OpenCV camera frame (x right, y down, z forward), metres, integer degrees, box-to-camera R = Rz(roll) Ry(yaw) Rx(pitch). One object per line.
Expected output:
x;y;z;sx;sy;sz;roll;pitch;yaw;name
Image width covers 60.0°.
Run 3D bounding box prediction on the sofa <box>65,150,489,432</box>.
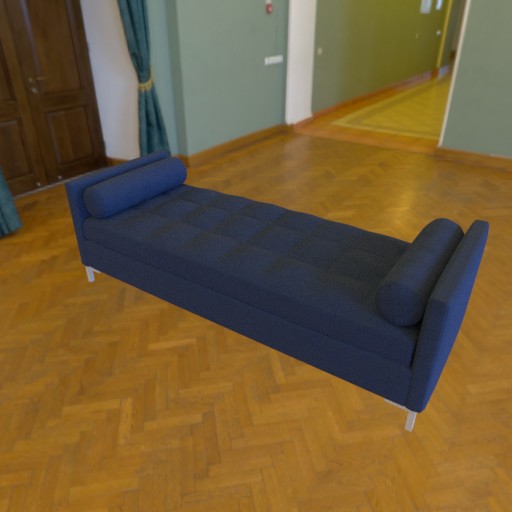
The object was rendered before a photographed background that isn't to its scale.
0.000;0.000;2.411;2.102;0.657;0.797;18;35;29;sofa
